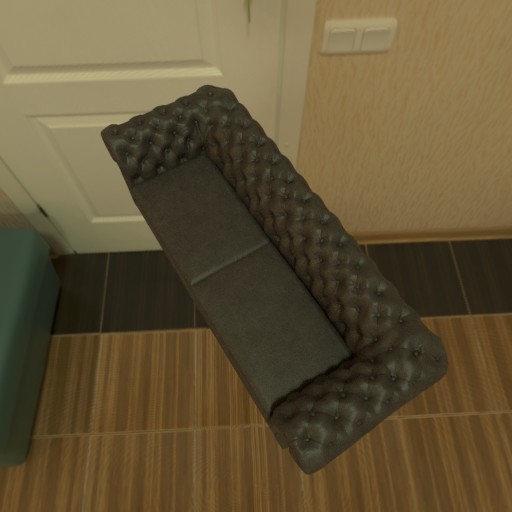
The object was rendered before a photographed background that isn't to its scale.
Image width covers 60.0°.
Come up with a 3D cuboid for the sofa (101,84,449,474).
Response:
[{"bbox_3d":[0.000,0.000,2.799,0.944,0.783,2.385,-29,66,-14],"label":"sofa"}]
